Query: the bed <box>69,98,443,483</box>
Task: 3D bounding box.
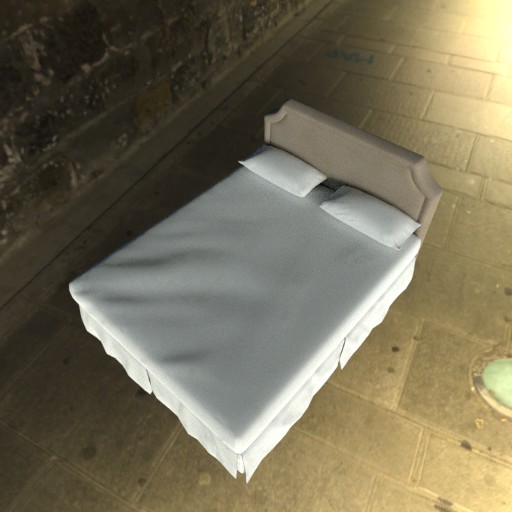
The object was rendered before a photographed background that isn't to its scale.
[{"bbox_3d":[0.000,0.000,3.636,1.977,1.293,2.498,34,56,26],"label":"bed"}]
